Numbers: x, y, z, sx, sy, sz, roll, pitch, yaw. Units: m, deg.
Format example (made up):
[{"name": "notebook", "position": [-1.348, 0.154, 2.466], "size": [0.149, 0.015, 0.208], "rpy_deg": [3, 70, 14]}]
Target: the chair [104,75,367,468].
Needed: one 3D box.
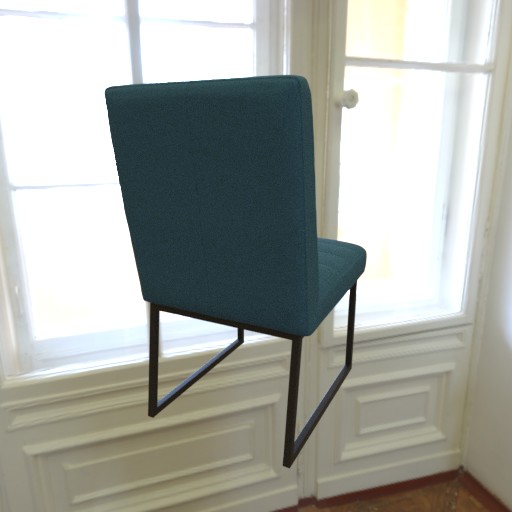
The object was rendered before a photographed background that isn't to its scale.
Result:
[{"name": "chair", "position": [0.000, 0.000, 1.316], "size": [0.520, 0.930, 0.634], "rpy_deg": [8, 18, 27]}]
